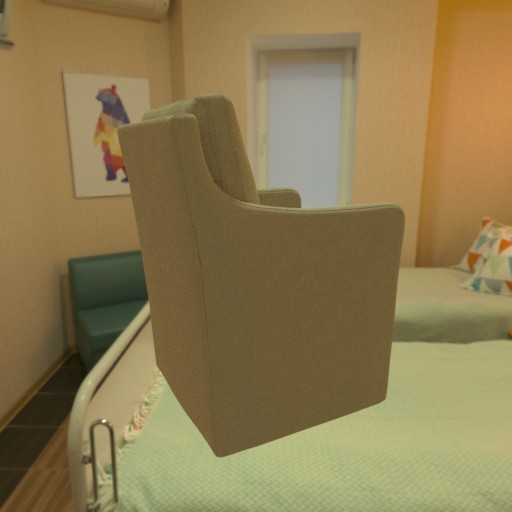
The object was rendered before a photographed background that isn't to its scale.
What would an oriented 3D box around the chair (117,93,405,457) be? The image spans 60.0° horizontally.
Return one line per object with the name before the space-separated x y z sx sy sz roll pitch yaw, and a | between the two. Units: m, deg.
chair | 0.000 0.000 1.405 0.694 0.914 0.626 -7 16 -27
